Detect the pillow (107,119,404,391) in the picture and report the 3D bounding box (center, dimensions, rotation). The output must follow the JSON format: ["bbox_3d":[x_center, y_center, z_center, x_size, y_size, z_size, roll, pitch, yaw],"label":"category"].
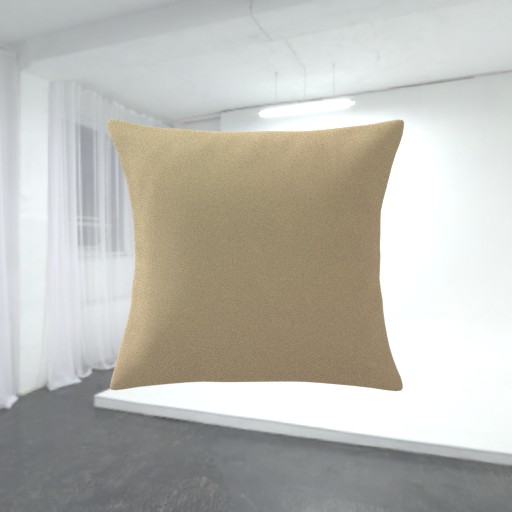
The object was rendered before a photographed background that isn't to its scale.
[{"bbox_3d":[0.000,0.000,0.830,0.552,0.508,0.166,0,0,0],"label":"pillow"}]
